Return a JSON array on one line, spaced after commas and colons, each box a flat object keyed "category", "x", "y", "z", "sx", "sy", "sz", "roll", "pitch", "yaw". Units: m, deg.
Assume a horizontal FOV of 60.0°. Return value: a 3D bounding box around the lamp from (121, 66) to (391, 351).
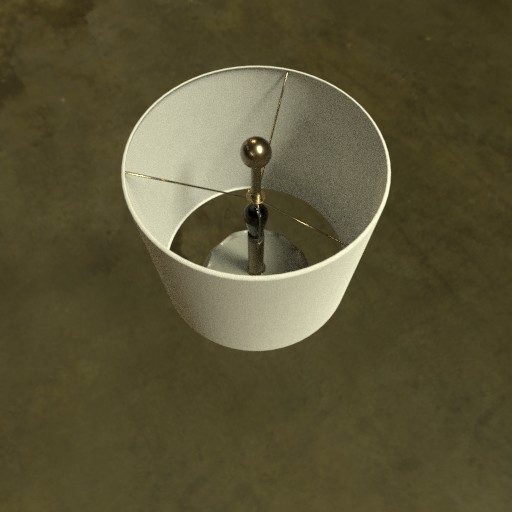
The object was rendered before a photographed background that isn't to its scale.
[{"category": "lamp", "x": 0.000, "y": 0.000, "z": 0.602, "sx": 0.254, "sy": 0.452, "sz": 0.254, "roll": 0, "pitch": 63, "yaw": 0}]
